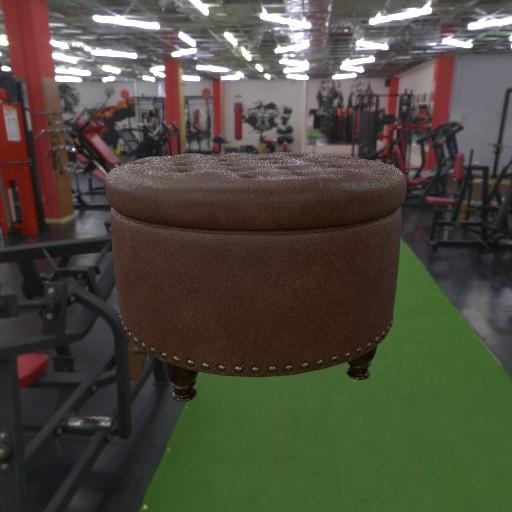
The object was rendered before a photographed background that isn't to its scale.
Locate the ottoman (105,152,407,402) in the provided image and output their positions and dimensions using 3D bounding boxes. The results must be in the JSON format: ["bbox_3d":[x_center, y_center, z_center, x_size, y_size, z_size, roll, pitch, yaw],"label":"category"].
[{"bbox_3d":[0.000,0.000,1.035,0.637,0.442,0.637,0,17,0],"label":"ottoman"}]
